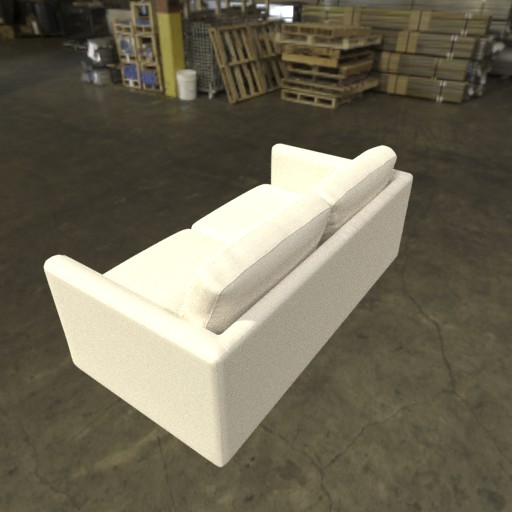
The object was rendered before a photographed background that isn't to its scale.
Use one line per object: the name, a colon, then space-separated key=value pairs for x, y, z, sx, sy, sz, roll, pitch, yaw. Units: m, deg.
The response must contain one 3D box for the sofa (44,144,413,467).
sofa: x=0.000 y=0.000 z=2.229 sx=0.940 sy=0.893 sz=1.713 roll=21 pitch=38 yaw=29
